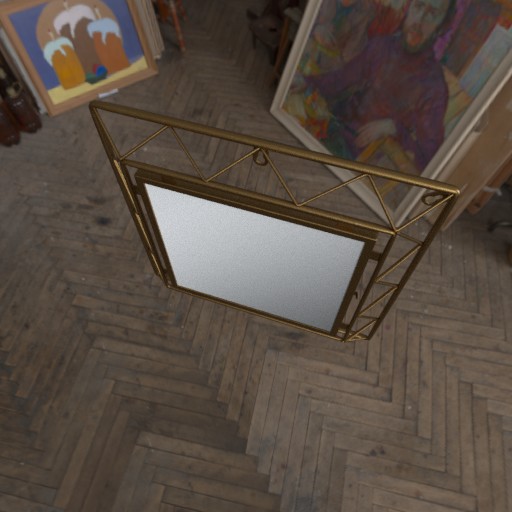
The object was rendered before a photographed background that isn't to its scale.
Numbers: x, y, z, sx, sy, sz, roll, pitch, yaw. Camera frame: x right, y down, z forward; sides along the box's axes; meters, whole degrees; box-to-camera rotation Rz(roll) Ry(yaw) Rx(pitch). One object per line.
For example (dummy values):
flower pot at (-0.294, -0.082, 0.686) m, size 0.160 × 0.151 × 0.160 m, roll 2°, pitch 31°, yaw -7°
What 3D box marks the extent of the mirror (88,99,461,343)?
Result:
mirror at (0.000, 0.000, 0.633) m, size 0.416 × 0.414 × 0.046 m, roll 16°, pitch 60°, yaw 9°
